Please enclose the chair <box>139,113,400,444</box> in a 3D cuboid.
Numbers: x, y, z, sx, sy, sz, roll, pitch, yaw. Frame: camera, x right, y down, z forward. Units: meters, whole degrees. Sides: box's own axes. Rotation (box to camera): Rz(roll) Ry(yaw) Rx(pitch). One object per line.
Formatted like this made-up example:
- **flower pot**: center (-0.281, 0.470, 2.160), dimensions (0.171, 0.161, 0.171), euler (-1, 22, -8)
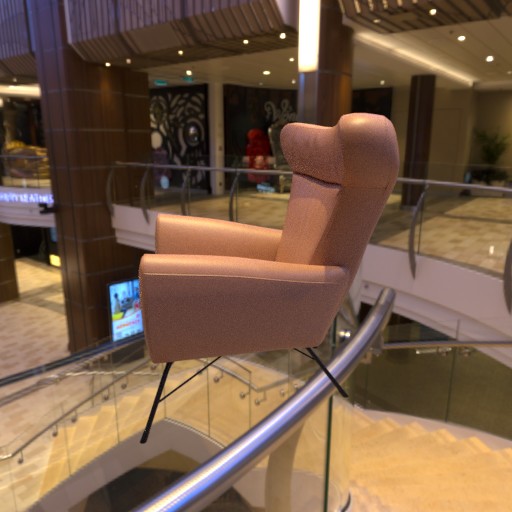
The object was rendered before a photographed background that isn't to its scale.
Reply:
- **chair**: center (0.000, 0.000, 1.770), dimensions (0.900, 1.050, 0.980), euler (-2, 15, -8)
